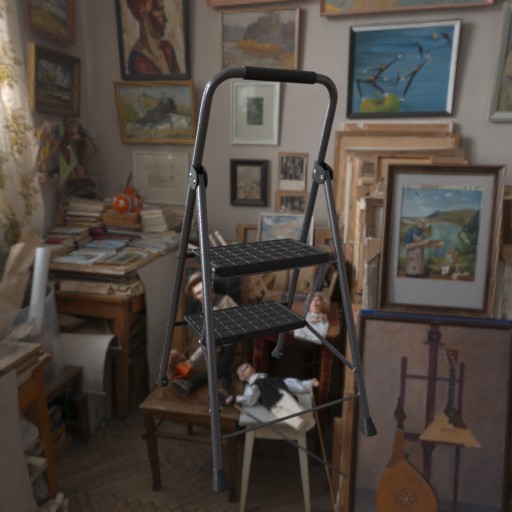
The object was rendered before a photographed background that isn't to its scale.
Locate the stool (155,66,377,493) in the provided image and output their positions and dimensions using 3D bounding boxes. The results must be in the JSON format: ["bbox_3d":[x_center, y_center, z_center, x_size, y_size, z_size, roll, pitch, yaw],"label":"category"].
[{"bbox_3d":[0.000,0.000,1.146,0.450,0.872,0.514,-7,16,-26],"label":"stool"}]
